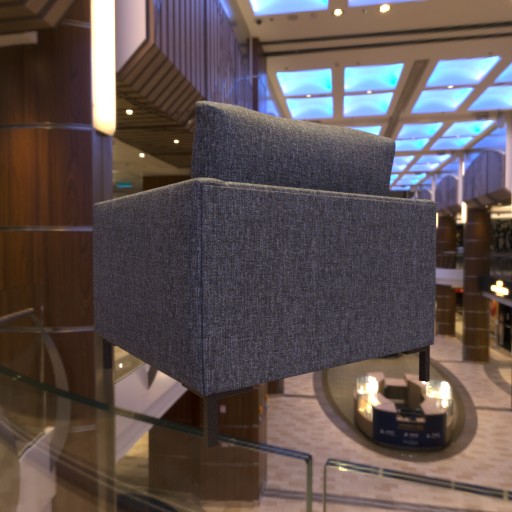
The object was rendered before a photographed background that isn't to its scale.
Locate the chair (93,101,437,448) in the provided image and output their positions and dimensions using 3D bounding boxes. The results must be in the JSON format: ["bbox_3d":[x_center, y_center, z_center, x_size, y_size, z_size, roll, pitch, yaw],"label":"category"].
[{"bbox_3d":[0.000,0.000,1.609,0.963,0.861,0.866,-1,2,-35],"label":"chair"}]
